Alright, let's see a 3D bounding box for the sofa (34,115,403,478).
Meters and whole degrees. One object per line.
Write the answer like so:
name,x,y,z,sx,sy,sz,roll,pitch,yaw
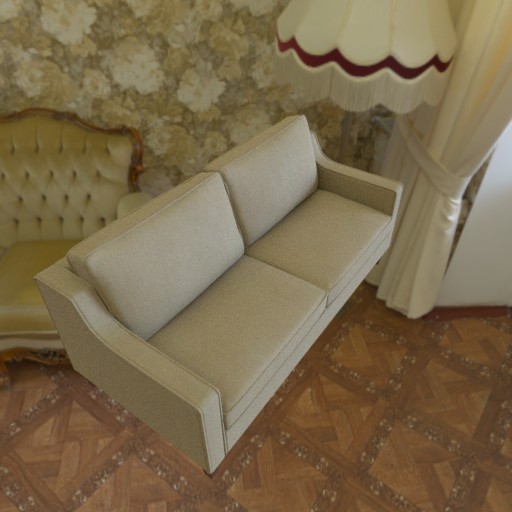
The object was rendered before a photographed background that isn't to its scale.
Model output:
sofa,0.000,0.000,2.772,1.066,1.071,2.178,25,46,27
